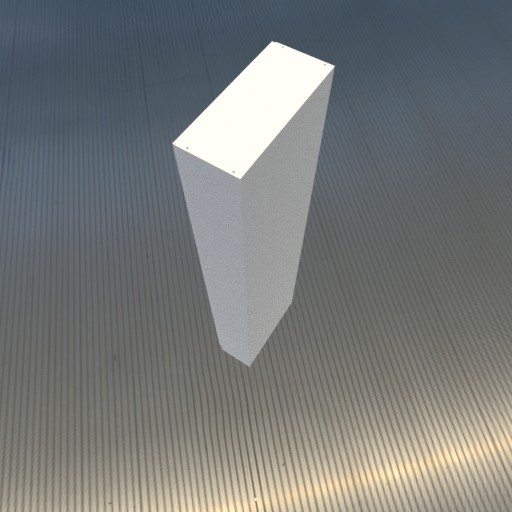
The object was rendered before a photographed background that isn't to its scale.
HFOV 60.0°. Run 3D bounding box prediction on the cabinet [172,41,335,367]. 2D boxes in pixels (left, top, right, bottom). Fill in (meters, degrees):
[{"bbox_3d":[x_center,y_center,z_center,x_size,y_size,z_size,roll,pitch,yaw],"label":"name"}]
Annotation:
[{"bbox_3d":[0.000,0.000,2.020,0.230,1.790,0.500,30,65,15],"label":"cabinet"}]
